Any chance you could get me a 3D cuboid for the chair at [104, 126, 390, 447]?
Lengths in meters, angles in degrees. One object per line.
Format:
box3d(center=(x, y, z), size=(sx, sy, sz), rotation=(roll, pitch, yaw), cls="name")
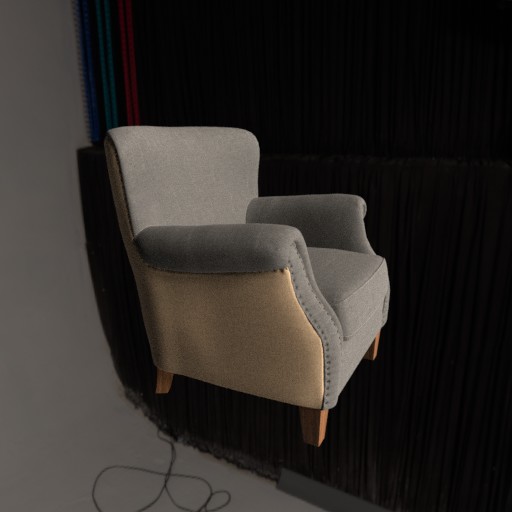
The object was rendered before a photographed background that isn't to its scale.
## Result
box3d(center=(0.000, 0.000, 1.664), size=(0.921, 0.936, 0.861), rotation=(8, 18, 27), cls="chair")
